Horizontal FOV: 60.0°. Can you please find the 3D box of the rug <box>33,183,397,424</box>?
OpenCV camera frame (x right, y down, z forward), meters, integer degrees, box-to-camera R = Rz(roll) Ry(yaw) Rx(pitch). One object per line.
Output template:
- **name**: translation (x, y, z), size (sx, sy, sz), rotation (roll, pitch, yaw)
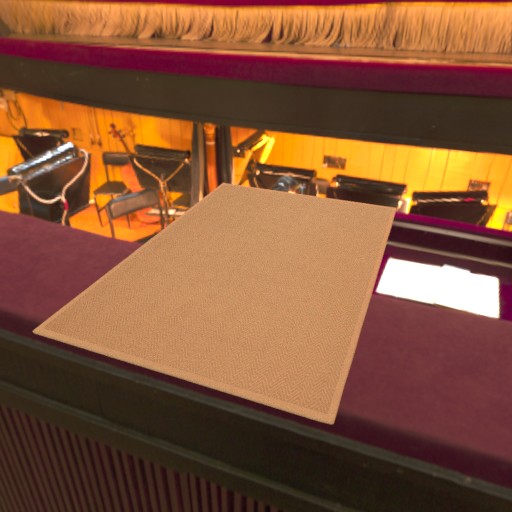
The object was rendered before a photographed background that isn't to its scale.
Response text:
- **rug**: translation (0.000, 0.000, 2.876), size (1.532, 0.017, 2.244), rotation (11, 32, 19)
